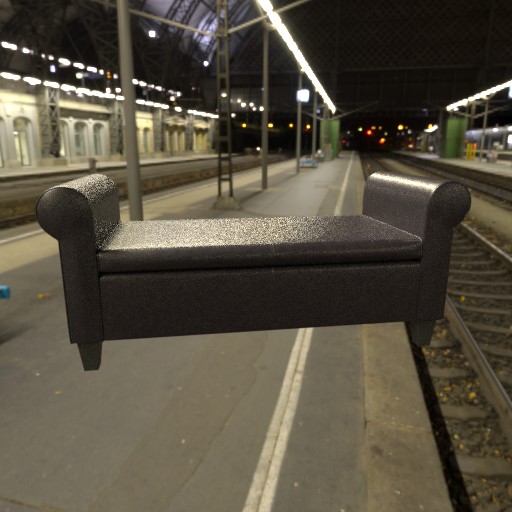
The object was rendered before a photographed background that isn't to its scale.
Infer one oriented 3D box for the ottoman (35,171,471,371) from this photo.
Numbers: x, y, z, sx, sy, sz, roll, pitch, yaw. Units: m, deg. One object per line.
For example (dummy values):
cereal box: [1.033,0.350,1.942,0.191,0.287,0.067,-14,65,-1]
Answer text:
ottoman: [0.000,0.000,1.550,1.256,0.547,0.521,-2,14,-9]
